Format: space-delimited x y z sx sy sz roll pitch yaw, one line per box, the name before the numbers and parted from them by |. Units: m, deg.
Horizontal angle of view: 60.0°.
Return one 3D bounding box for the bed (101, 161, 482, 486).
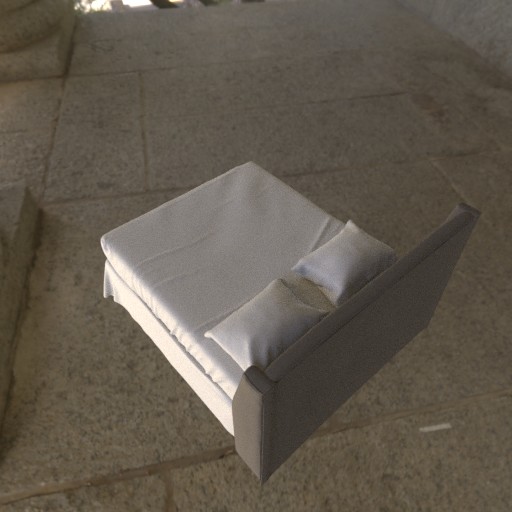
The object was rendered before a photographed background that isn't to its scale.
bed | 0.000 0.000 3.456 1.925 1.332 2.276 -32 54 -27
